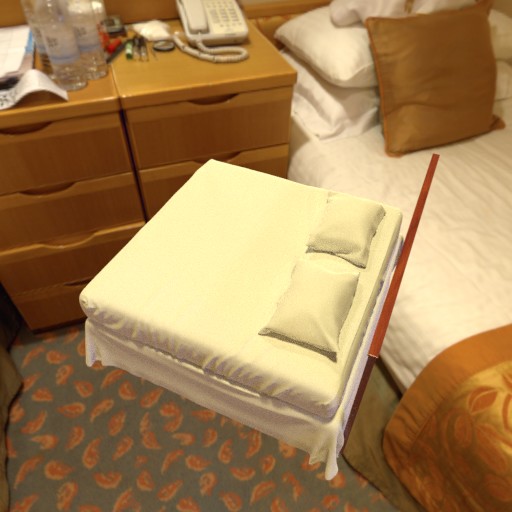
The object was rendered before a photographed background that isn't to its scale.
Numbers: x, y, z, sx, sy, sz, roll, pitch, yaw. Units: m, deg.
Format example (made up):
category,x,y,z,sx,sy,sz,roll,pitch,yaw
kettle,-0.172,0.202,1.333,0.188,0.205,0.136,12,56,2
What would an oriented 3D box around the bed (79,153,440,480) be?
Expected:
category,x,y,z,sx,sy,sz,roll,pitch,yaw
bed,0.000,0.000,3.548,2.219,1.271,2.314,18,48,17
